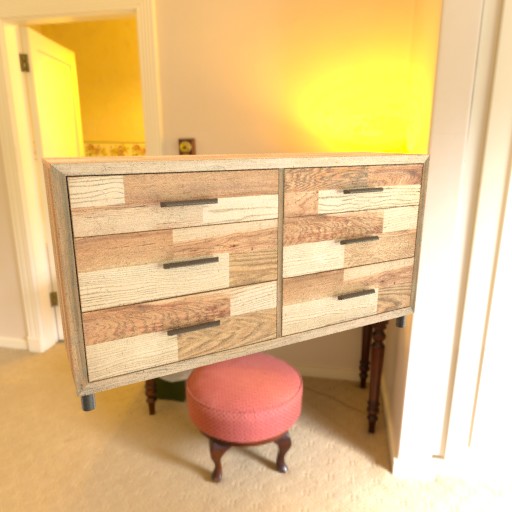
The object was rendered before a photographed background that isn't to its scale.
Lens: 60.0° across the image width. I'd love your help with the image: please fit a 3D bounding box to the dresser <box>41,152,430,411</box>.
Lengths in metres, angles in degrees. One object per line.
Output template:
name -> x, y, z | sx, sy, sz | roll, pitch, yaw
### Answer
dresser -> 0.000, 0.000, 1.896 | 1.547, 0.834, 0.487 | -8, 17, -27
